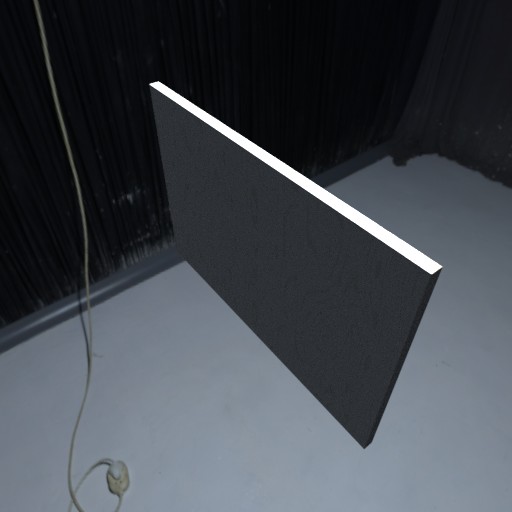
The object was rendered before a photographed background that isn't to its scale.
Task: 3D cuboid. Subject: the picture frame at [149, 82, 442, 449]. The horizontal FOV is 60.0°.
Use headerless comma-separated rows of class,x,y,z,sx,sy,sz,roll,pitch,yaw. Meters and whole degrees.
picture frame,0.000,0.000,1.202,0.029,0.640,0.950,-28,50,-26
